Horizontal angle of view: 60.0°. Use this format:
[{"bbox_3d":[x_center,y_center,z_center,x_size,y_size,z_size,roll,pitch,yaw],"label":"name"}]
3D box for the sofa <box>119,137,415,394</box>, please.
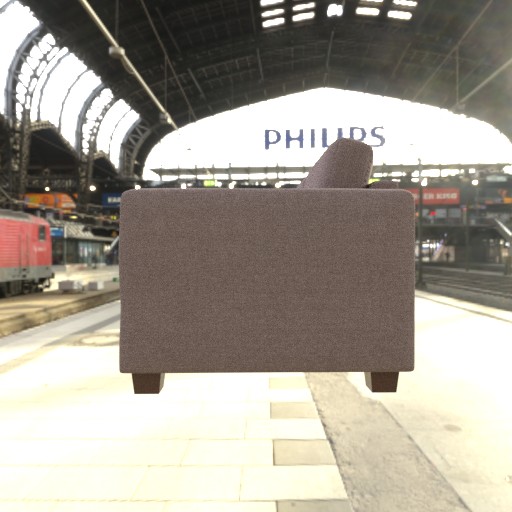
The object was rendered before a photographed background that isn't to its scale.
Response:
[{"bbox_3d":[0.000,0.000,2.011,0.900,0.800,1.520,0,0,-1],"label":"sofa"}]
